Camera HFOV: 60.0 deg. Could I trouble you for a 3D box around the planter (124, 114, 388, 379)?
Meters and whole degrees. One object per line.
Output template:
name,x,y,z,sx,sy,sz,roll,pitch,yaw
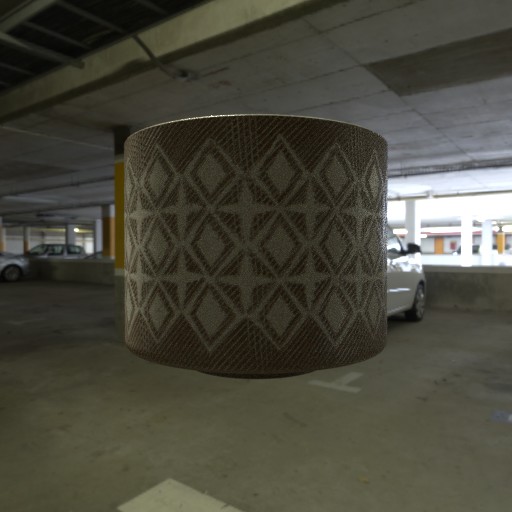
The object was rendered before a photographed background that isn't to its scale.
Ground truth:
planter,0.000,0.000,0.223,0.126,0.104,0.126,0,1,0
